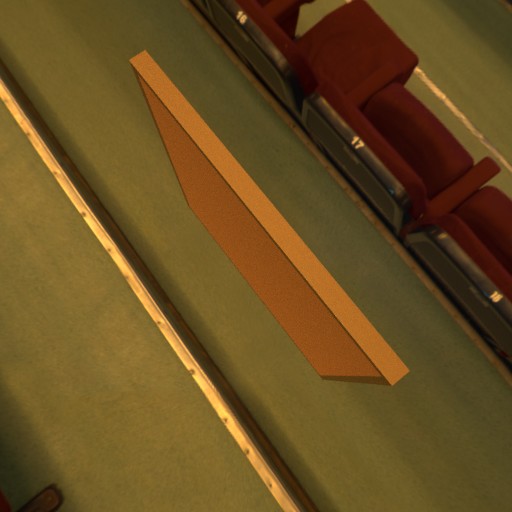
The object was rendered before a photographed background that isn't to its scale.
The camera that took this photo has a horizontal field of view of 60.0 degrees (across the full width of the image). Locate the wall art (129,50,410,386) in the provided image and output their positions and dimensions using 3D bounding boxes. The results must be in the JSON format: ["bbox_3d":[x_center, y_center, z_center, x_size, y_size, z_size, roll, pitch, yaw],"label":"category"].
[{"bbox_3d":[0.000,0.000,1.151,0.038,0.762,0.762,-36,78,-9],"label":"wall art"}]
